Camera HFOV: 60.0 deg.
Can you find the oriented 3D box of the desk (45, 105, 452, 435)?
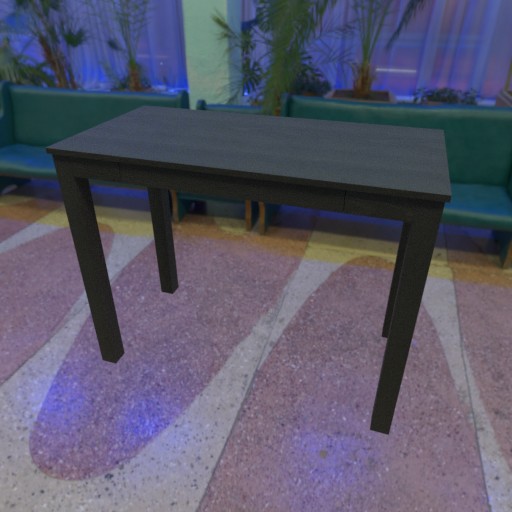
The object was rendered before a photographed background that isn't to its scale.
[{"bbox_3d":[0.000,0.000,1.422,0.991,0.762,0.499,10,33,15],"label":"desk"}]
